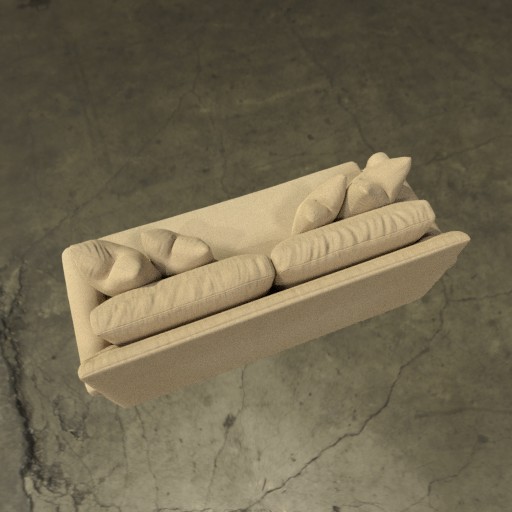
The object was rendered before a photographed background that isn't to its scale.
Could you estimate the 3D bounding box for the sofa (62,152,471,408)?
[{"bbox_3d":[0.000,0.000,2.808,2.285,0.904,1.067,-18,63,-10],"label":"sofa"}]
